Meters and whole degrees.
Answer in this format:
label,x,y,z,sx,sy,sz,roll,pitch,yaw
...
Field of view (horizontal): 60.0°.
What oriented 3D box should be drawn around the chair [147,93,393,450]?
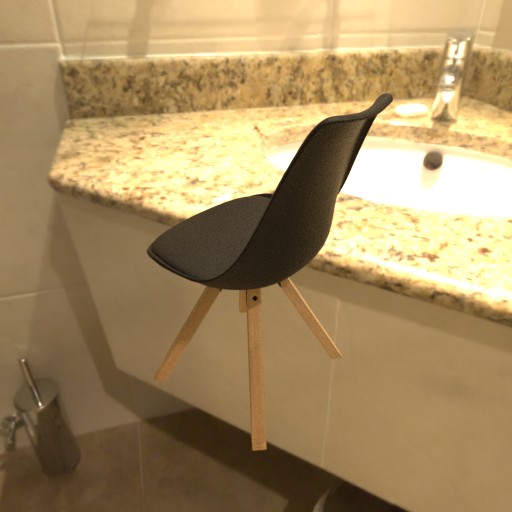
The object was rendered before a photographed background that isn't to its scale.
label,x,y,z,sx,sy,sz,roll,pitch,yaw
chair,0.000,0.000,1.168,0.549,0.850,0.485,22,39,31
